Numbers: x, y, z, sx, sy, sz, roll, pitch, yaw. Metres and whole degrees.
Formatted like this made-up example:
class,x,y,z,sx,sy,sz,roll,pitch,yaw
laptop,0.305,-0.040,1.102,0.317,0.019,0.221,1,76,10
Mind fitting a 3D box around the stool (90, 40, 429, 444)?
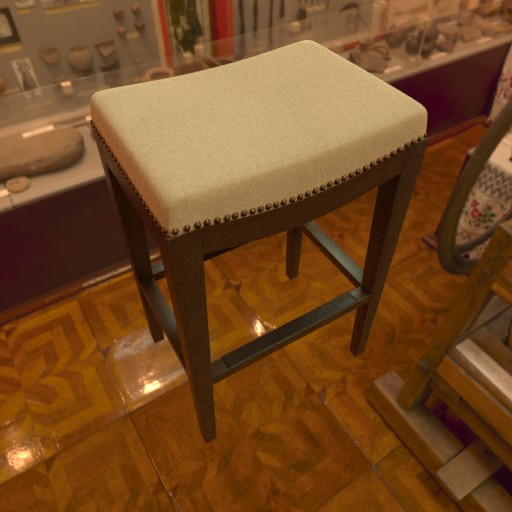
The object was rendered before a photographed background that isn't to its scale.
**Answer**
class,x,y,z,sx,sy,sz,roll,pitch,yaw
stool,0.000,0.000,1.002,0.498,0.759,0.358,-23,51,-20
